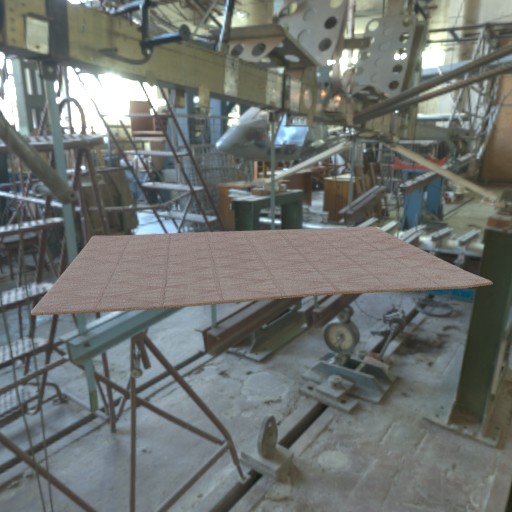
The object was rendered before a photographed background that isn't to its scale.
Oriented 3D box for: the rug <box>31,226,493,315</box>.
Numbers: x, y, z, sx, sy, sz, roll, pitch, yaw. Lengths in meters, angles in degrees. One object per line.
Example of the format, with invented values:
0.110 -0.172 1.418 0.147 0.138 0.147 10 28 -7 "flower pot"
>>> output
0.000 0.000 2.293 1.837 0.025 1.230 -3 16 -9 "rug"
